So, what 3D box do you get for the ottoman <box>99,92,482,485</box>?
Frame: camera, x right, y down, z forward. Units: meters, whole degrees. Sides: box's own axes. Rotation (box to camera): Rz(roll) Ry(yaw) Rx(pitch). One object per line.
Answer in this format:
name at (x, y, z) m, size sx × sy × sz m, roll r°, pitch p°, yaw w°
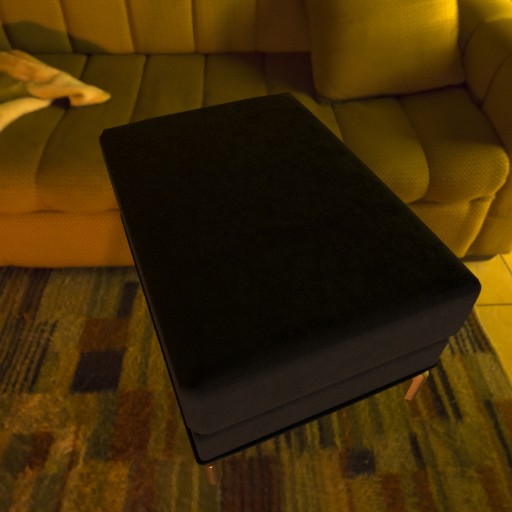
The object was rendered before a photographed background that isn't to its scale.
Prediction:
ottoman at (0.000, 0.000, 1.139) m, size 0.587 × 0.498 × 0.835 m, roll -17°, pitch 49°, yaw -15°
